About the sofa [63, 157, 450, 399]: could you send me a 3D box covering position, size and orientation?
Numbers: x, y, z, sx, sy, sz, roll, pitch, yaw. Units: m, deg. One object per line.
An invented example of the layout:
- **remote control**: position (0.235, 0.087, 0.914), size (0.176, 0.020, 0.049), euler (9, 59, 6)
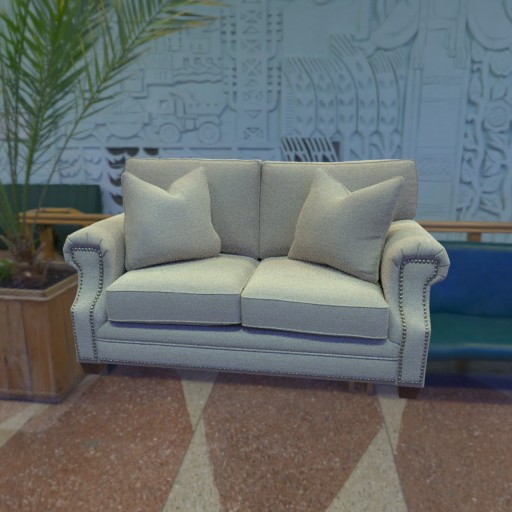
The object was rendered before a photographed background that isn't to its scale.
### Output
- **sofa**: position (0.000, 0.000, 2.266), size (1.701, 0.966, 0.966), euler (2, 14, 8)
